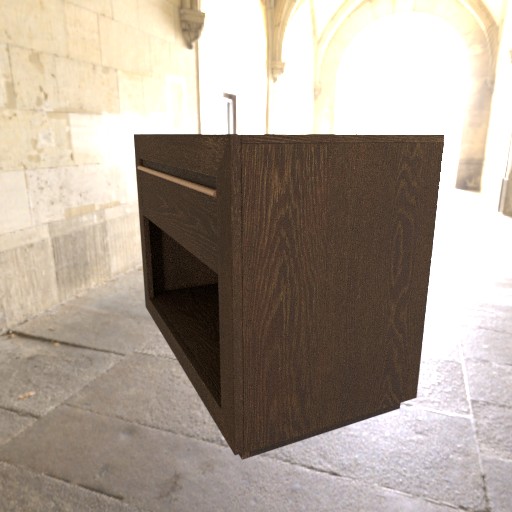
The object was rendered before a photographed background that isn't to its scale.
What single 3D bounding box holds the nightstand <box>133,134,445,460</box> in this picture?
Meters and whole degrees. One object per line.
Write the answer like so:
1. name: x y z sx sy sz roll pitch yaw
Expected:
1. nightstand: 0.000 0.000 1.152 0.457 0.612 0.775 -7 17 -24
